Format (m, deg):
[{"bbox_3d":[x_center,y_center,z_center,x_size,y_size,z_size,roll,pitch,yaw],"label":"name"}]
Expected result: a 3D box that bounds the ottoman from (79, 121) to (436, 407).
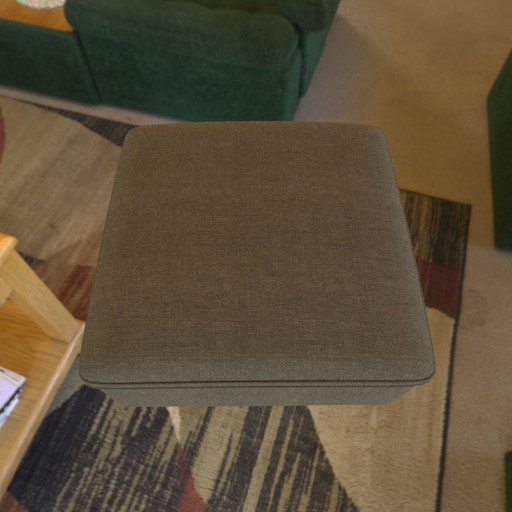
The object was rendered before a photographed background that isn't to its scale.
[{"bbox_3d":[0.000,0.000,1.688,1.067,0.559,1.067,0,59,0],"label":"ottoman"}]
